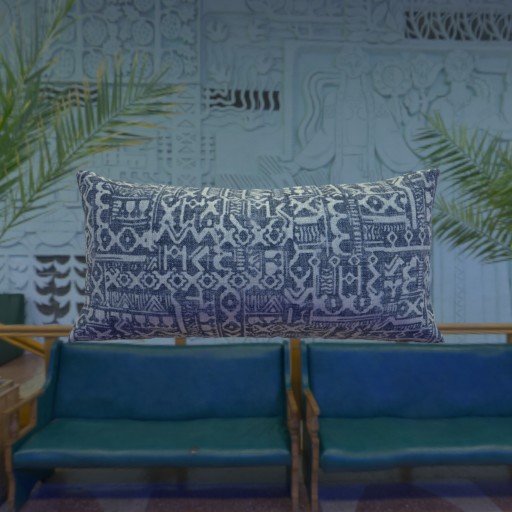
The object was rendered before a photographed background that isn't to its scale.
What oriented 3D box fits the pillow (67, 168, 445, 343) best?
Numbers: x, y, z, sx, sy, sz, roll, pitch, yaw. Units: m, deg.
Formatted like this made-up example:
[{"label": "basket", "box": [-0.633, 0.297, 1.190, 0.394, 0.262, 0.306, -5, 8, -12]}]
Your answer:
[{"label": "pillow", "box": [0.000, 0.000, 0.741, 0.631, 0.292, 0.148, 0, 0, 0]}]
